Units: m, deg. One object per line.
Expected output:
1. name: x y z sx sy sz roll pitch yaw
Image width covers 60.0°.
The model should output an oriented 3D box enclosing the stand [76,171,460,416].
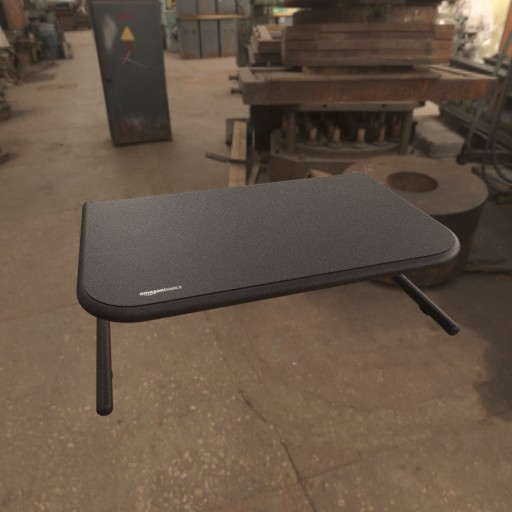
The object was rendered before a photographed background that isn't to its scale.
1. stand: 0.000 0.000 0.514 0.370 0.108 0.280 -9 32 -15
